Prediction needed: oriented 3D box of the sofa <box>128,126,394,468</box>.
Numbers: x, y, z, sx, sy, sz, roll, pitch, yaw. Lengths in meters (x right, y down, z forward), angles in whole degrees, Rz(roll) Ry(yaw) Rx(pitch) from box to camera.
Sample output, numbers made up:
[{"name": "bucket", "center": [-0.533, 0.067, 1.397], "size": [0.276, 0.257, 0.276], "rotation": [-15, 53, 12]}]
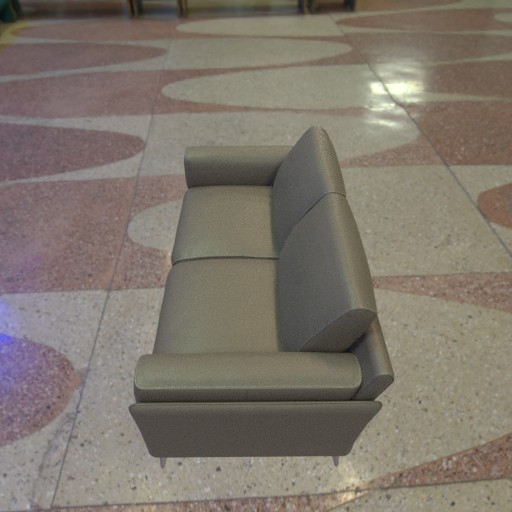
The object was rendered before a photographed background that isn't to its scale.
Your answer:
[{"name": "sofa", "center": [0.000, 0.000, 2.598], "size": [1.049, 0.930, 2.101], "rotation": [0, 42, 0]}]
